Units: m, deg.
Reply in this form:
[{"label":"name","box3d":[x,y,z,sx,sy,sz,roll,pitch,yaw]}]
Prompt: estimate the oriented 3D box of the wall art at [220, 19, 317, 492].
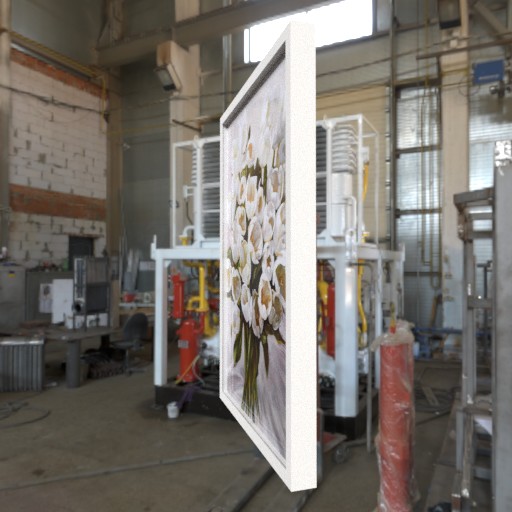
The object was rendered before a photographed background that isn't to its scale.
[{"label":"wall art","box3d":[0.000,0.000,0.545,0.025,0.428,0.293,0,-1,-17]}]
